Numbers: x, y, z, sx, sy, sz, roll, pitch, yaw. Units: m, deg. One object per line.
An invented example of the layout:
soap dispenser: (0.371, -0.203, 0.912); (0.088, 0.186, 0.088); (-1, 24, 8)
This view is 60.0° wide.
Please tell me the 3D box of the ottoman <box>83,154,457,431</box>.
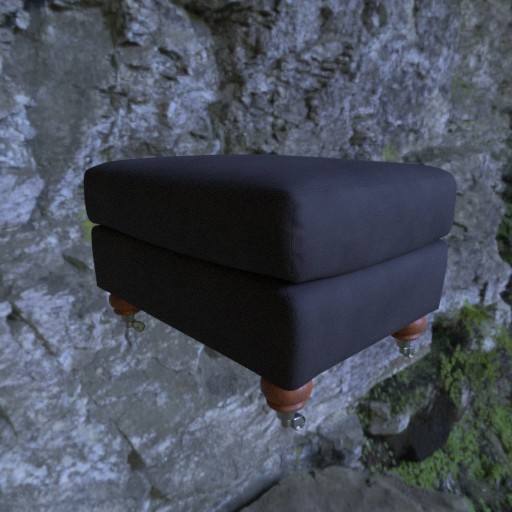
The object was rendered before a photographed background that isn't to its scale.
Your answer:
ottoman: (0.000, 0.000, 1.120); (0.574, 0.497, 0.773); (-13, 20, -41)
